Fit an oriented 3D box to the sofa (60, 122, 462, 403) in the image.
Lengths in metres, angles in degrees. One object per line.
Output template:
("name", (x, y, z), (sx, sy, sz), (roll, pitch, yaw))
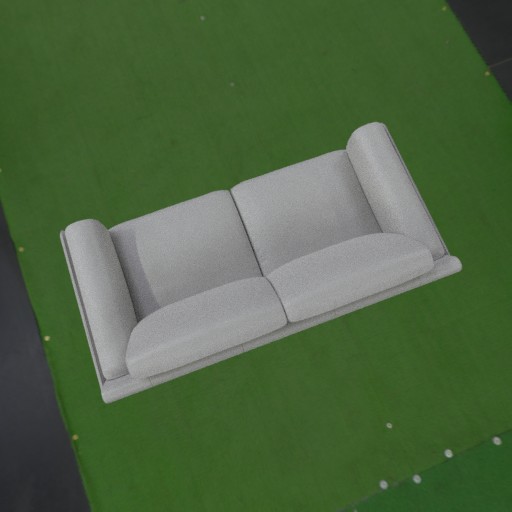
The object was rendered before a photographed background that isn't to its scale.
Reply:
("sofa", (0.000, 0.000, 2.681), (2.101, 0.930, 1.049), (-20, 76, -5))
